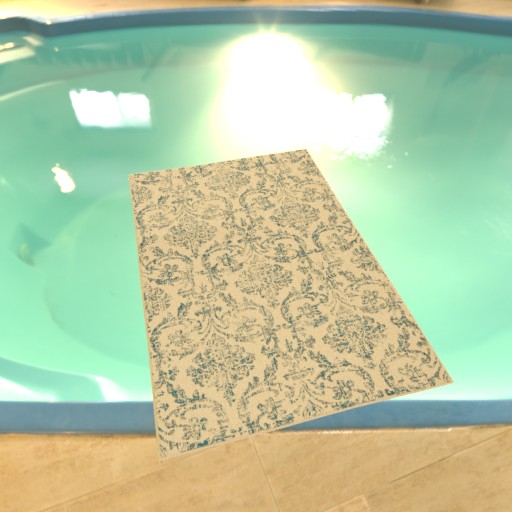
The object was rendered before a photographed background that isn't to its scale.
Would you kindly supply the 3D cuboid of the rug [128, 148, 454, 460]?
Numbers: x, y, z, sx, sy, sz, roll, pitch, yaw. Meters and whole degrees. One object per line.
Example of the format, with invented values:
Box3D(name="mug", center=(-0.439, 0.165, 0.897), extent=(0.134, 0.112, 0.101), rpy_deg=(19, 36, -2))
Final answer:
Box3D(name="rug", center=(0.000, 0.000, 3.505), extent=(1.819, 0.018, 2.746), rpy_deg=(-11, 47, -10))
